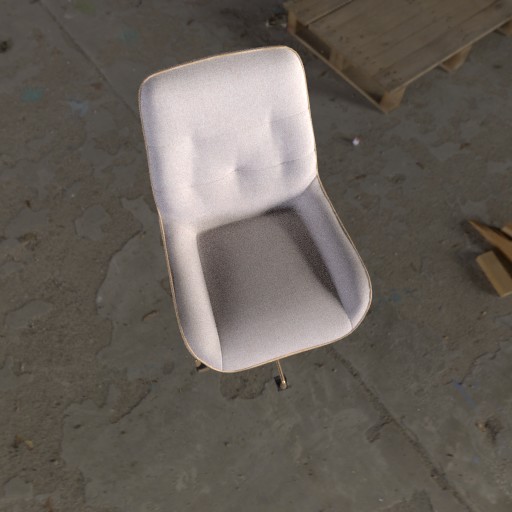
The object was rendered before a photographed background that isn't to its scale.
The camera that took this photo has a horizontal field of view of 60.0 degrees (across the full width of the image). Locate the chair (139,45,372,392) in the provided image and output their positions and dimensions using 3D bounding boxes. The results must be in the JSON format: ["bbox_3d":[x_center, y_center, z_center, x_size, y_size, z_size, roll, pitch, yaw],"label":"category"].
[{"bbox_3d":[0.000,0.000,1.340,0.564,0.952,0.668,-16,64,-8],"label":"chair"}]
